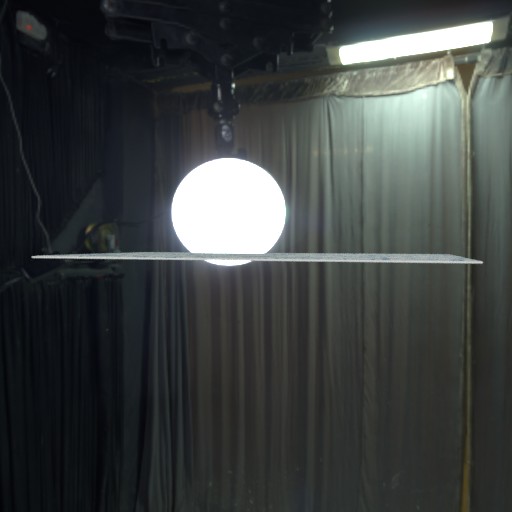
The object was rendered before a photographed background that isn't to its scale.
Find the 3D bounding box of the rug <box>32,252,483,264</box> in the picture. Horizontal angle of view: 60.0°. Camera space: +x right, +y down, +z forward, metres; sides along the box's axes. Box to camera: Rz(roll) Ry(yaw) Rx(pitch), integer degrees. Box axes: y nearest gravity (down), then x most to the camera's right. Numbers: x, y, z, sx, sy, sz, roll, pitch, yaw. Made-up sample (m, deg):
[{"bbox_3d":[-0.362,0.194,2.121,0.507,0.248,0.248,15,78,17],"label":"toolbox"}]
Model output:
[{"bbox_3d":[0.000,0.000,1.423,1.220,0.007,0.605,1,2,18],"label":"rug"}]
